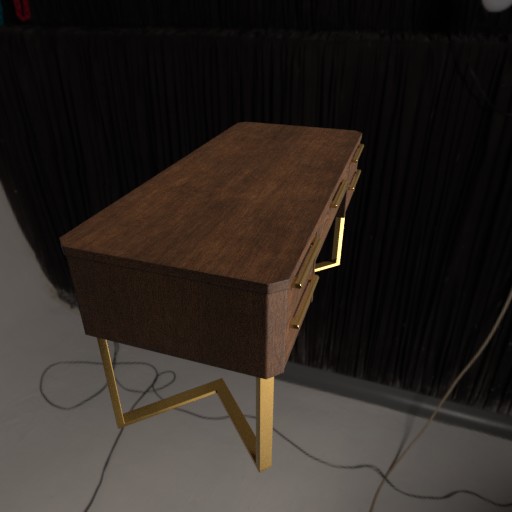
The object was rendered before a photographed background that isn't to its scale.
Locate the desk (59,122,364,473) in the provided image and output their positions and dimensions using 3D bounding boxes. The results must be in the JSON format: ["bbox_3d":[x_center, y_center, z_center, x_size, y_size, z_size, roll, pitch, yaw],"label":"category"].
[{"bbox_3d":[0.000,0.000,1.908,0.684,0.762,1.479,10,31,16],"label":"desk"}]
